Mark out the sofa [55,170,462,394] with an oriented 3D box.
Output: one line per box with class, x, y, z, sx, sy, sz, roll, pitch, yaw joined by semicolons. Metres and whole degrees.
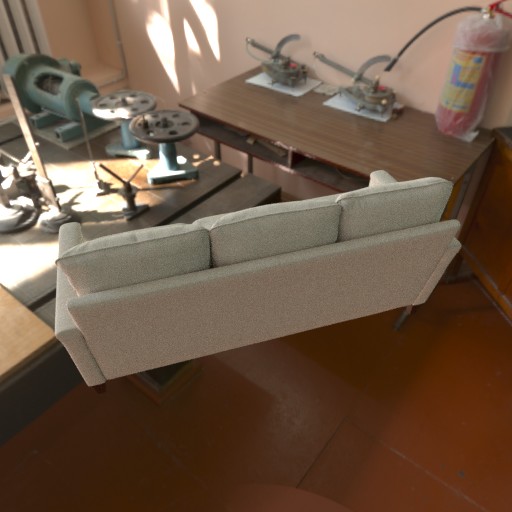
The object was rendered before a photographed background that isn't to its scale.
sofa;0.000;0.000;2.350;1.925;0.961;0.828;-11;42;-13
